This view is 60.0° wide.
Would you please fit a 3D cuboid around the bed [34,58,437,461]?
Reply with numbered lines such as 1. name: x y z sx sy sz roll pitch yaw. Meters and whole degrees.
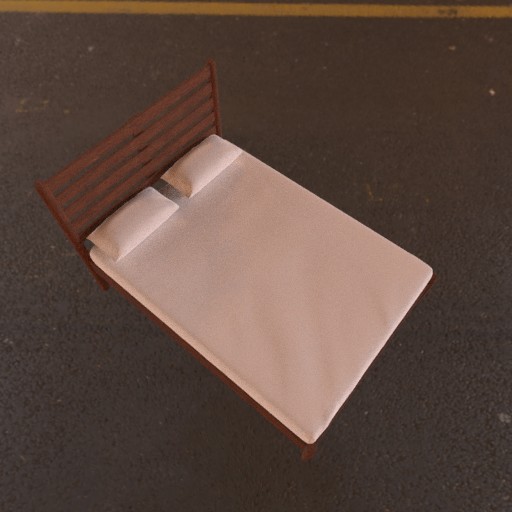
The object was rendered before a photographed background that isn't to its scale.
1. bed: 0.000 0.000 3.041 2.093 1.304 1.509 35 65 19
